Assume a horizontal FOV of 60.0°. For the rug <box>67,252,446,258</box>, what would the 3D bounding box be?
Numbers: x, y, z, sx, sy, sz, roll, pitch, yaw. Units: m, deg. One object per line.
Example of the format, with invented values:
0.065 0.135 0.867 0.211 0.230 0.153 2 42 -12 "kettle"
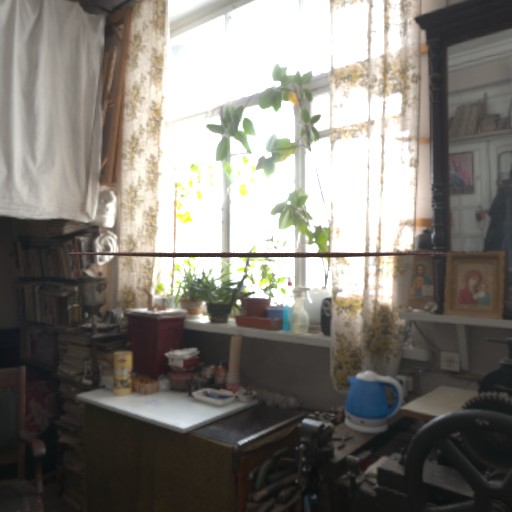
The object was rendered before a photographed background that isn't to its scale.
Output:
0.000 0.000 2.326 1.219 0.006 1.829 0 -1 0 "rug"
